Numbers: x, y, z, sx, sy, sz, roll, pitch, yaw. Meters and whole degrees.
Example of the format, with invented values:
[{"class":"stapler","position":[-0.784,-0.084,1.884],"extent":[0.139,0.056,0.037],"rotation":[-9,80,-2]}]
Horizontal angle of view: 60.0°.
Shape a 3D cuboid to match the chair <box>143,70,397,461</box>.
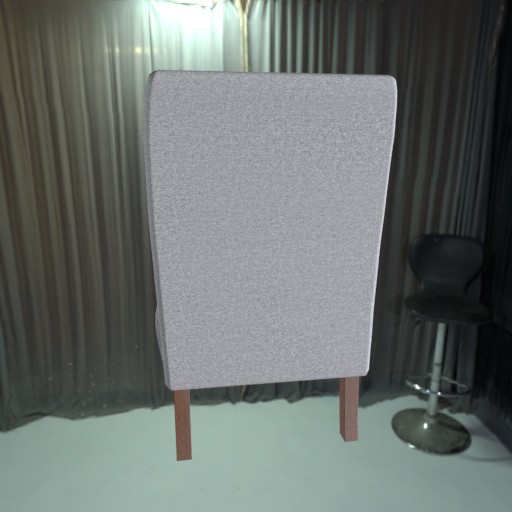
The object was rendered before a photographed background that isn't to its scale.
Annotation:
[{"class":"chair","position":[0.000,0.000,1.145],"extent":[0.513,0.804,0.592],"rotation":[-2,14,-9]}]
